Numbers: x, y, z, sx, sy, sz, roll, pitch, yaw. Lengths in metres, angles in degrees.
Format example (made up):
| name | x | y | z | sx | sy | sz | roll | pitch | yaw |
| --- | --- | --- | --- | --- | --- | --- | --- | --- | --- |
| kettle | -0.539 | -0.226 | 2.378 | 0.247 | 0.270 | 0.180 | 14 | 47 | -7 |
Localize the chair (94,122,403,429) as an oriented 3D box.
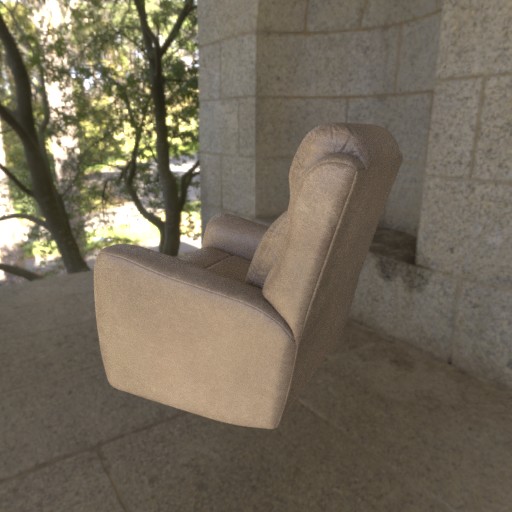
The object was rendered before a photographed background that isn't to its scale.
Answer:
| name | x | y | z | sx | sy | sz | roll | pitch | yaw |
| --- | --- | --- | --- | --- | --- | --- | --- | --- | --- |
| chair | 0.000 | 0.000 | 1.953 | 1.068 | 1.116 | 0.967 | 8 | 18 | 25 |
